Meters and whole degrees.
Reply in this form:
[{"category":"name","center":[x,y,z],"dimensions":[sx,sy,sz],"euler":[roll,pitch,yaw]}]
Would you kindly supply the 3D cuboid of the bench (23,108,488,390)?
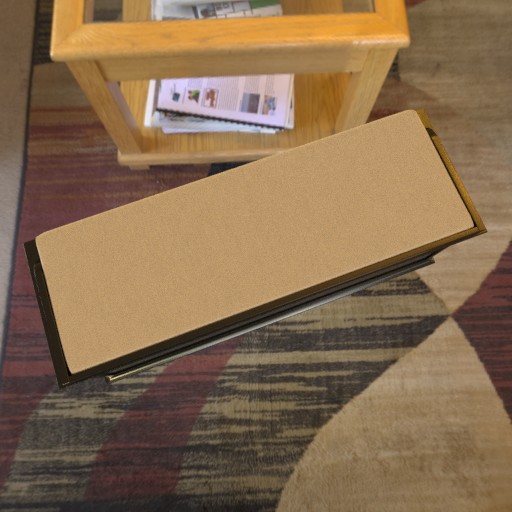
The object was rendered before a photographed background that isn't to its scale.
[{"category":"bench","center":[0.000,0.000,1.386],"dimensions":[1.185,0.501,0.402],"euler":[-20,77,-5]}]
